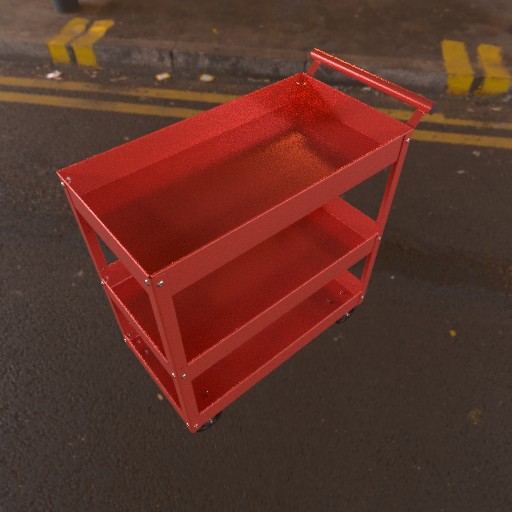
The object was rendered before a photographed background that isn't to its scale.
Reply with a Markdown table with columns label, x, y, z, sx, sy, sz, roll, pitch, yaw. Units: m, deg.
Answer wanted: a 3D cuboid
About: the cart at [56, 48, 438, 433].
| label | x | y | z | sx | sy | sz | roll | pitch | yaw |
| --- | --- | --- | --- | --- | --- | --- | --- | --- | --- |
| cart | 0.000 | 0.000 | 1.173 | 0.719 | 0.780 | 0.366 | -32 | 55 | -26 |
